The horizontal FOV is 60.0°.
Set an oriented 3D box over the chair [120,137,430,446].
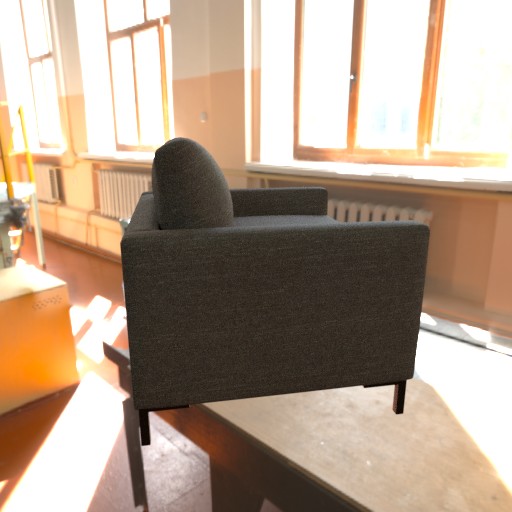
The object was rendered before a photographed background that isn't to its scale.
[{"bbox_3d":[0.000,0.000,1.617,0.845,0.841,0.940,-3,16,-10],"label":"chair"}]
